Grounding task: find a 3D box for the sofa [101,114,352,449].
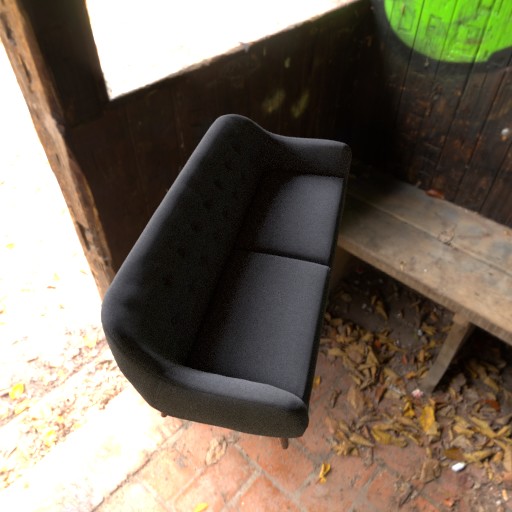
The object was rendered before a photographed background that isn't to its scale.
[{"bbox_3d":[0.000,0.000,2.312,0.820,0.820,1.840,10,46,10],"label":"sofa"}]
